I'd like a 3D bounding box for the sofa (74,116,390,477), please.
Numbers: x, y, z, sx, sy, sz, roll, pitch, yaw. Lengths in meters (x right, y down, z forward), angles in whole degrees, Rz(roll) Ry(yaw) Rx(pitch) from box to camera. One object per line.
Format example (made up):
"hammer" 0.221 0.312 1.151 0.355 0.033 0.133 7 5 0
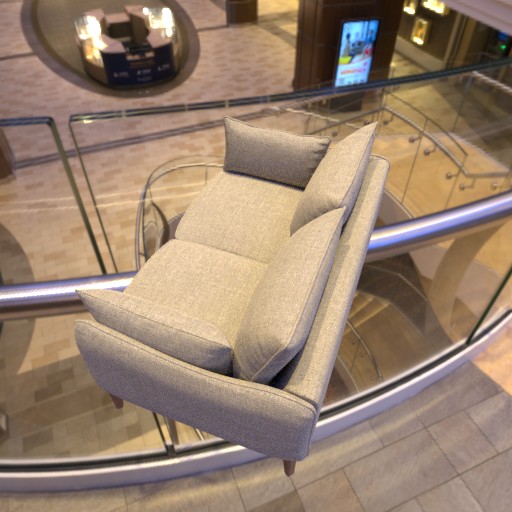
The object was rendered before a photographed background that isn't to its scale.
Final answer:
"sofa" 0.000 0.000 2.107 0.972 0.851 1.580 15 47 14
